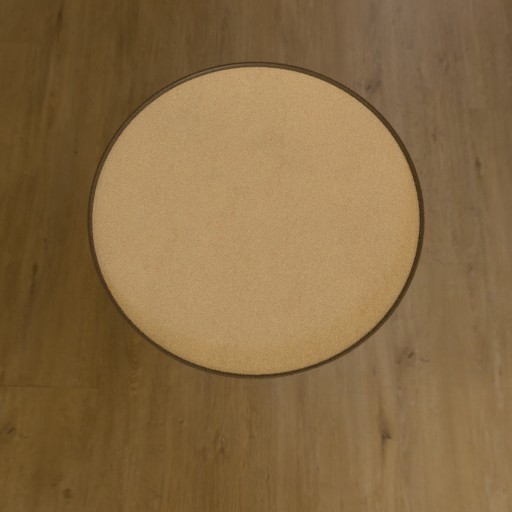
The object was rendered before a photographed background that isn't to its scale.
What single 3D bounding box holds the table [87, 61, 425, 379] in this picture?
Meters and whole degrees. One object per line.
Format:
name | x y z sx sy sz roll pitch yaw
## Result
table | 0.000 0.000 0.905 0.480 0.565 0.480 0 75 0
